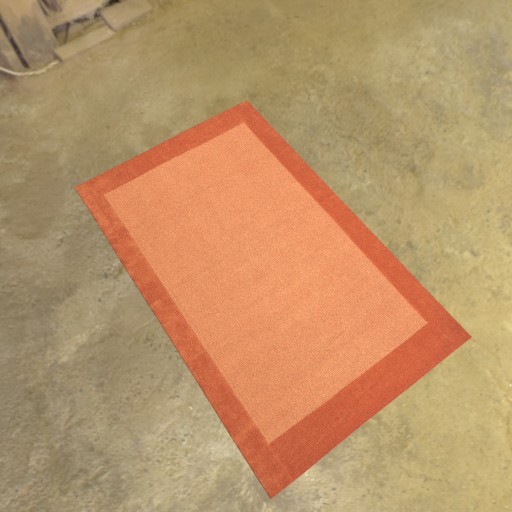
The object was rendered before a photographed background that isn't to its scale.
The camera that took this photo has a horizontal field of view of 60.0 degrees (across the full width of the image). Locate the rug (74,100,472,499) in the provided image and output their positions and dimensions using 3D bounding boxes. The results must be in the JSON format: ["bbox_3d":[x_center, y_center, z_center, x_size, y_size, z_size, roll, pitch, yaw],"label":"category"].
[{"bbox_3d":[0.000,0.000,2.974,1.524,0.014,2.438,-32,67,-15],"label":"rug"}]
